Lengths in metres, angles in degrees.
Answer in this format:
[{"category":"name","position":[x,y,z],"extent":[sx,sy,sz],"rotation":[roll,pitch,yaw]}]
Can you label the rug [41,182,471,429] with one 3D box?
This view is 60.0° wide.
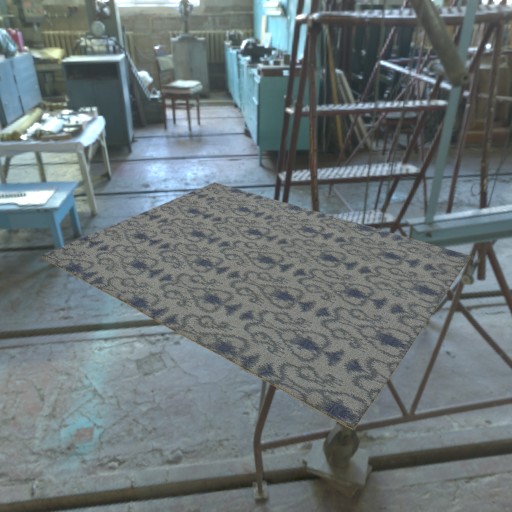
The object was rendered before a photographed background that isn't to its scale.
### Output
[{"category":"rug","position":[0.000,0.000,4.128],"extent":[3.205,0.015,2.437],"rotation":[21,36,31]}]
